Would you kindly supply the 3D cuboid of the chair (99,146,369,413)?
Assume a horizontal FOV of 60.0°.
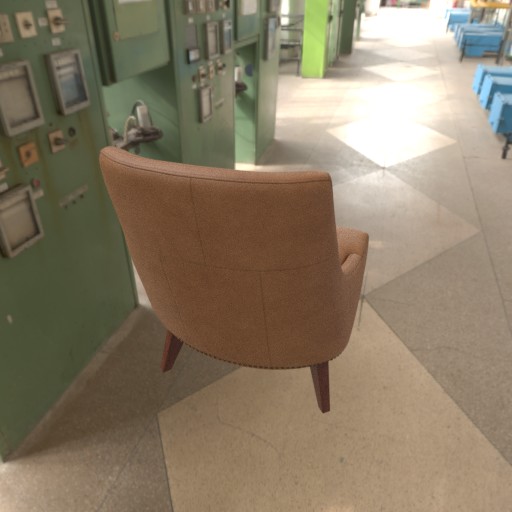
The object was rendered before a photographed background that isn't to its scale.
[{"bbox_3d":[0.000,0.000,1.476,0.701,0.909,0.861,10,33,15],"label":"chair"}]
